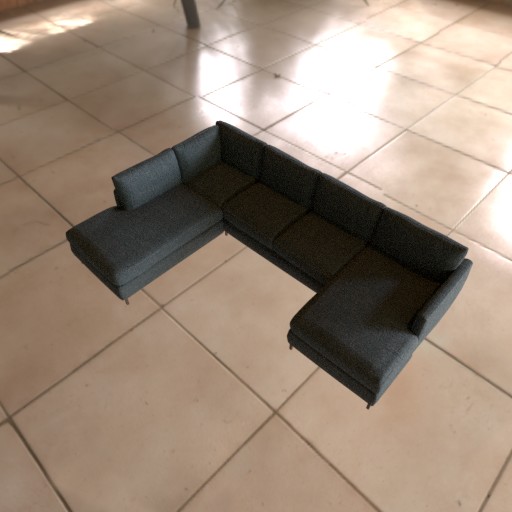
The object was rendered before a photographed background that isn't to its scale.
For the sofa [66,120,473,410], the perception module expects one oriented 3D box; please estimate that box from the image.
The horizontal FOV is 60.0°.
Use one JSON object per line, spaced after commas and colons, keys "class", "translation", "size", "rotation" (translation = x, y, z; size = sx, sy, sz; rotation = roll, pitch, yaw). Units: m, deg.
{"class": "sofa", "translation": [0.000, 0.000, 3.569], "size": [2.737, 0.753, 1.879], "rotation": [34, 56, 28]}
